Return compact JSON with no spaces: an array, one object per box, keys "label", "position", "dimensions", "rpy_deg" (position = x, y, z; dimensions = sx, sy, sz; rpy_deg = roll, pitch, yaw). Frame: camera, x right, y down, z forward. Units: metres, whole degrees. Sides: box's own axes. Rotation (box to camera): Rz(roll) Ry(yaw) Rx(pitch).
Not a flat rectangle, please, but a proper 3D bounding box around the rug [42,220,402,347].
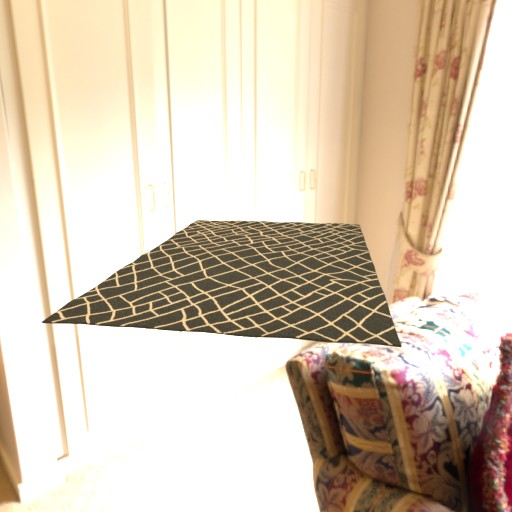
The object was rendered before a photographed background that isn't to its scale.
[{"label":"rug","position":[0.000,0.000,2.994],"dimensions":[1.529,0.017,2.448],"rpy_deg":[2,15,9]}]
